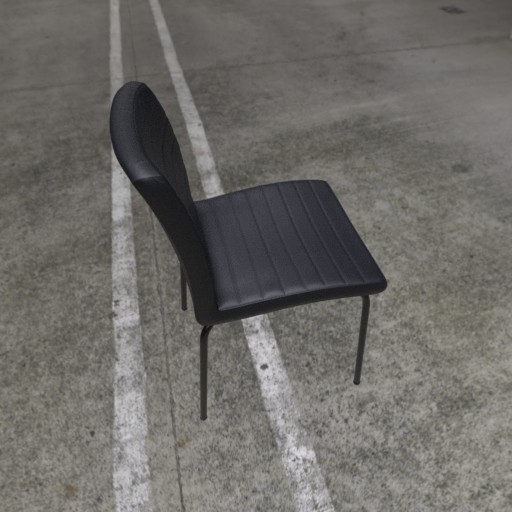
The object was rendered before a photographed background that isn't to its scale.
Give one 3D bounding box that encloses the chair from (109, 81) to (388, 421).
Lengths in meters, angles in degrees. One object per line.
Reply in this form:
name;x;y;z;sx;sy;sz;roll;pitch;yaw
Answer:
chair;0.000;0.000;1.192;0.572;0.872;0.450;-10;47;-10
